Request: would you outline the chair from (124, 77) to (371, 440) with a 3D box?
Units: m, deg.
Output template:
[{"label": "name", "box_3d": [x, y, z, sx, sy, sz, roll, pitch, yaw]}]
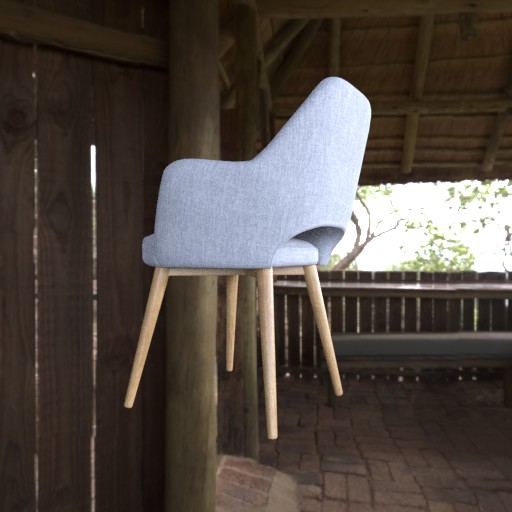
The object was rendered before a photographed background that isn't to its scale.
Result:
[{"label": "chair", "box_3d": [0.000, 0.000, 1.261, 0.610, 0.840, 0.590, 0, 1, 34]}]
